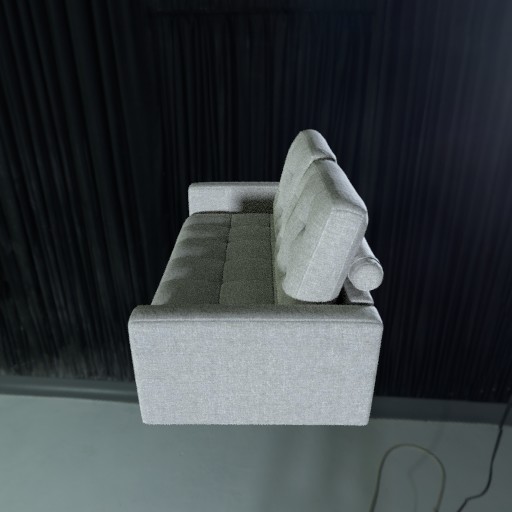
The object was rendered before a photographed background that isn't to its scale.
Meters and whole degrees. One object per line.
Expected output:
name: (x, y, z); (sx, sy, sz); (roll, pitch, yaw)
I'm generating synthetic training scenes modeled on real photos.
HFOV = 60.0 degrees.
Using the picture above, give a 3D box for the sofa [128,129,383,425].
sofa: (0.000, 0.000, 2.009); (0.842, 0.907, 1.407); (0, 27, 0)
